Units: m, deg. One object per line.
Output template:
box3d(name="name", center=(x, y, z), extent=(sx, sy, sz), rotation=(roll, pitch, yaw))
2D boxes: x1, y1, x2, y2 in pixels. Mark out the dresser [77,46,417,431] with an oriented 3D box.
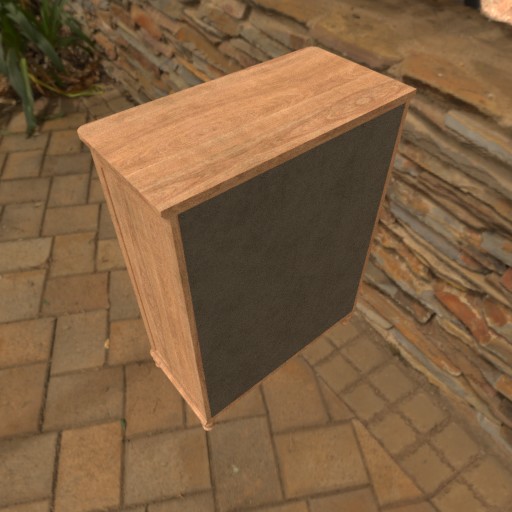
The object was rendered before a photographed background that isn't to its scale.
box3d(name="dresser", center=(0.000, 0.000, 1.841), extent=(0.973, 1.318, 0.484), rotation=(-31, 53, -26))
